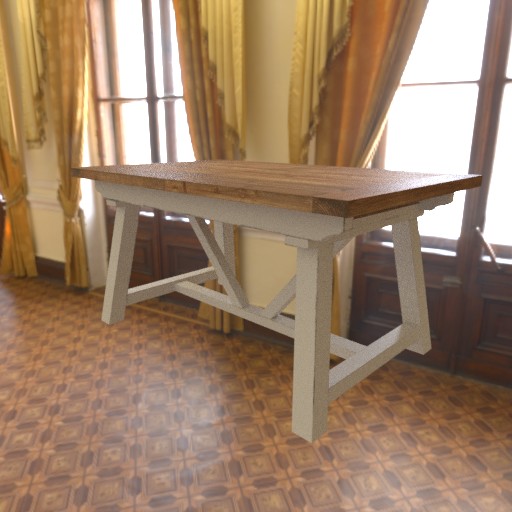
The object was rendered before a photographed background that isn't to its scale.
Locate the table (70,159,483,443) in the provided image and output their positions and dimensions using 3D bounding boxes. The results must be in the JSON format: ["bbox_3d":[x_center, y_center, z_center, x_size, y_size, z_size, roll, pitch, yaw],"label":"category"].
[{"bbox_3d":[0.000,0.000,1.966,1.503,0.743,0.922,15,21,42],"label":"table"}]
